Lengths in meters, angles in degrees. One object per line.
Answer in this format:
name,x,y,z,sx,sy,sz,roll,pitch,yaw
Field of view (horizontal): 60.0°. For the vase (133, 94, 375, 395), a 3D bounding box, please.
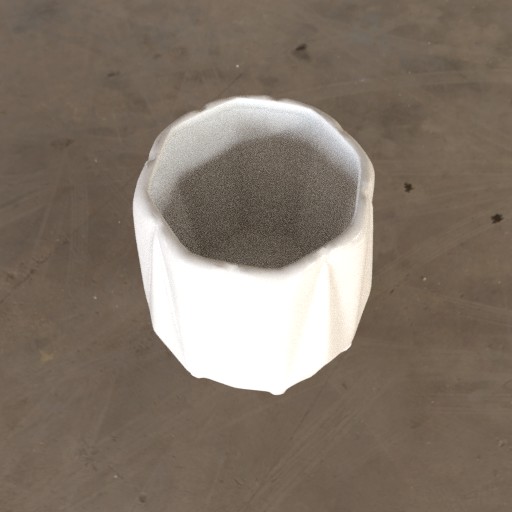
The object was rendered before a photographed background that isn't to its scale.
vase,0.000,0.000,0.259,0.141,0.152,0.141,0,62,0
